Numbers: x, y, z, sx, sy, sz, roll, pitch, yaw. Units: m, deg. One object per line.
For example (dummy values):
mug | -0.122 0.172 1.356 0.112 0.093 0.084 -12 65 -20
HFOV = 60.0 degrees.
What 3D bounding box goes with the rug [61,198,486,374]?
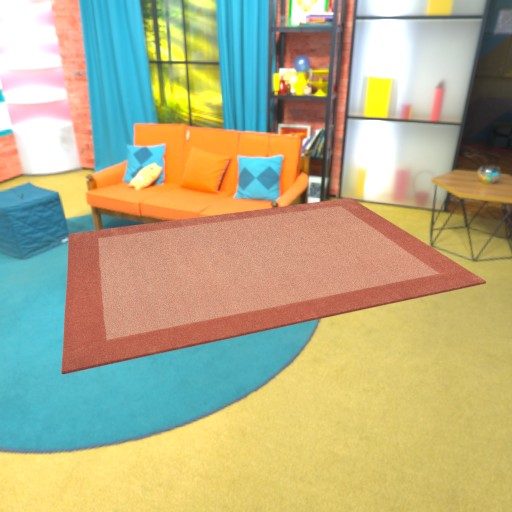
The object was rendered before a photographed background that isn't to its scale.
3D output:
rug | 0.000 0.000 2.284 1.829 0.014 1.219 -9 28 -17
